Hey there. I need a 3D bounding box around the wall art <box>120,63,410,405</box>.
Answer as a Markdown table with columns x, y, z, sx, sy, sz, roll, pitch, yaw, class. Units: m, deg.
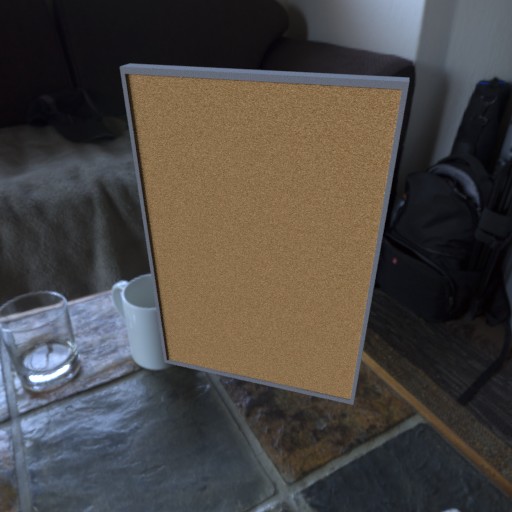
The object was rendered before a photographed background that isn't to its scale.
| x | y | z | sx | sy | sz | roll | pitch | yaw | class |
| --- | --- | --- | --- | --- | --- | --- | --- | --- | --- |
| 0.000 | 0.000 | 0.968 | 0.511 | 0.753 | 0.039 | 9 | 33 | 14 | wall art |
